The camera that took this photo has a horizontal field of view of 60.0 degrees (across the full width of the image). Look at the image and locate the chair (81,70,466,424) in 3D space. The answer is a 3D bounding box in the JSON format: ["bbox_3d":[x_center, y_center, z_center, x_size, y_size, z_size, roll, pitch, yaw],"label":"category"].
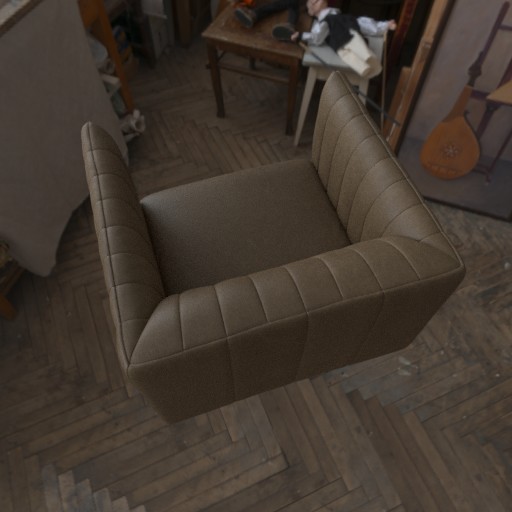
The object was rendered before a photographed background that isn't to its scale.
[{"bbox_3d":[0.000,0.000,1.603,0.981,0.779,0.876,-15,60,-9],"label":"chair"}]
